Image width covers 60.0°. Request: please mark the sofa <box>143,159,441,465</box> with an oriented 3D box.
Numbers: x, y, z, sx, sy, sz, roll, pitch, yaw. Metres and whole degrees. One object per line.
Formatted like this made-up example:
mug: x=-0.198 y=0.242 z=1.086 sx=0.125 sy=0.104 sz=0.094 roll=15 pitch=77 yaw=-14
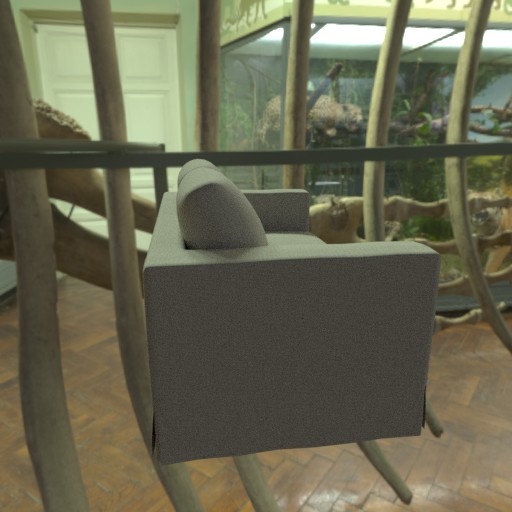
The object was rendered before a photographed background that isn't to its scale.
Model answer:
sofa: x=0.000 y=0.000 z=2.309 sx=1.009 sy=0.932 sz=1.813 roll=-3 pitch=16 yaw=-9
